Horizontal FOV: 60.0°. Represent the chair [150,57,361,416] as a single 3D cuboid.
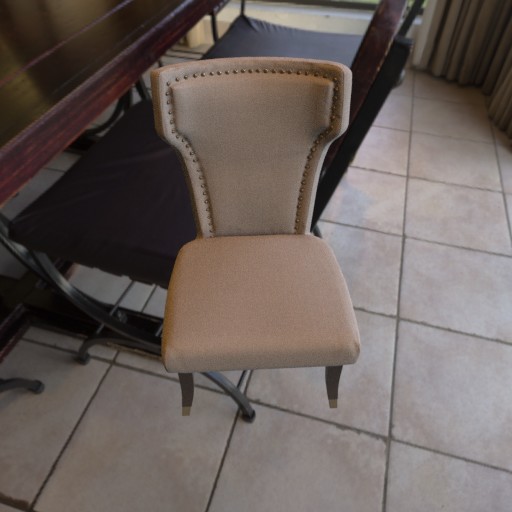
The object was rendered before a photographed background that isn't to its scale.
[{"bbox_3d":[0.000,0.000,1.311,0.526,0.950,0.630,-2,46,-2],"label":"chair"}]
